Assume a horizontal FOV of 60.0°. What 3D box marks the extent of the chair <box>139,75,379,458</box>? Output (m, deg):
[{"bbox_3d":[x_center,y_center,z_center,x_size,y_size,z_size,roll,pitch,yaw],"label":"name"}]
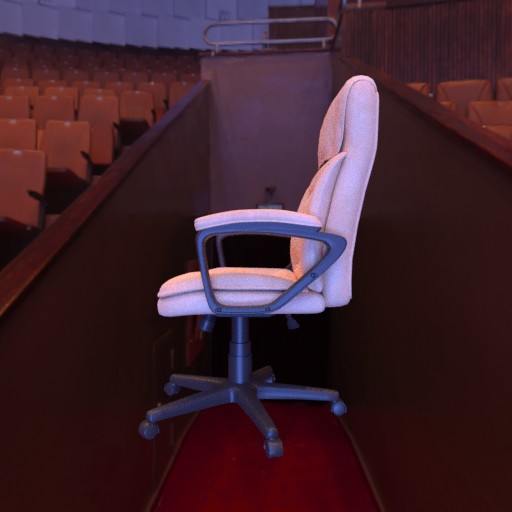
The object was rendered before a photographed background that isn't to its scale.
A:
[{"bbox_3d":[0.000,0.000,1.529,0.724,1.105,0.667,0,2,1],"label":"chair"}]
